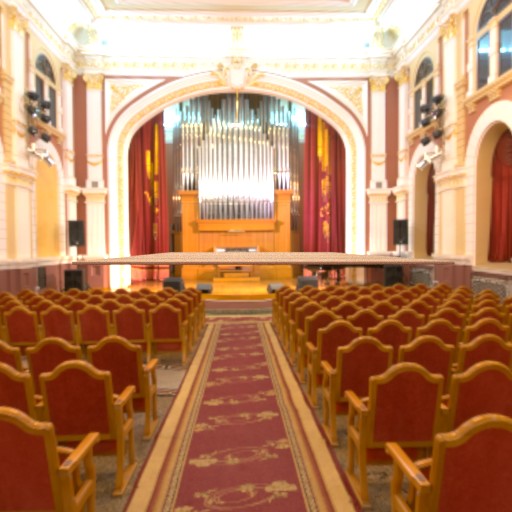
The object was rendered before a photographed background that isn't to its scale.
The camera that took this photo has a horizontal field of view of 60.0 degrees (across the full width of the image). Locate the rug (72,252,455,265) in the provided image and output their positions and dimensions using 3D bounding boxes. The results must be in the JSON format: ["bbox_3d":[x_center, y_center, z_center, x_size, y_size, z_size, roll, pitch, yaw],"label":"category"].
[{"bbox_3d":[0.000,0.000,2.975,1.523,0.014,2.438,0,1,-2],"label":"rug"}]
